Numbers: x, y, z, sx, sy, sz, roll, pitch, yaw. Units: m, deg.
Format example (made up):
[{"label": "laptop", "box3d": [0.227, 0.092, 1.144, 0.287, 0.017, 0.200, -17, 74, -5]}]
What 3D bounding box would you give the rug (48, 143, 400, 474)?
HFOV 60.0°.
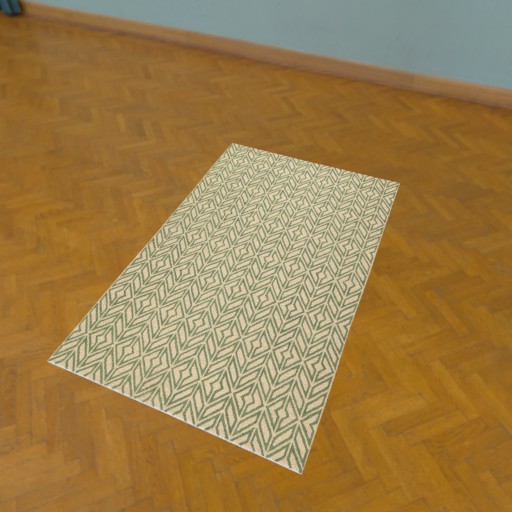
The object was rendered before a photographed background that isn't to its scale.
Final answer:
[{"label": "rug", "box3d": [0.000, 0.000, 3.063, 1.517, 0.011, 2.435, 17, 49, 16]}]
